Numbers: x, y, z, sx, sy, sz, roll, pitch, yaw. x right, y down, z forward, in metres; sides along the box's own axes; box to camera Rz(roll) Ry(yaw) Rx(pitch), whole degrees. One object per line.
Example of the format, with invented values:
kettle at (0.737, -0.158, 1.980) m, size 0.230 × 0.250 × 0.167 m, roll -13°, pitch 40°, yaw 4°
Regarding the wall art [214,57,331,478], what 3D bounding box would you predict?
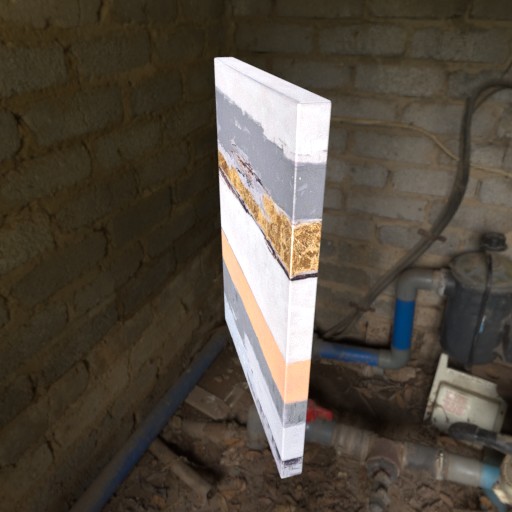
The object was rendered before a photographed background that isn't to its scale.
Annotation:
wall art at (0.000, 0.000, 0.791) m, size 0.038 × 0.609 × 0.456 m, roll -8°, pitch 30°, yaw -13°
